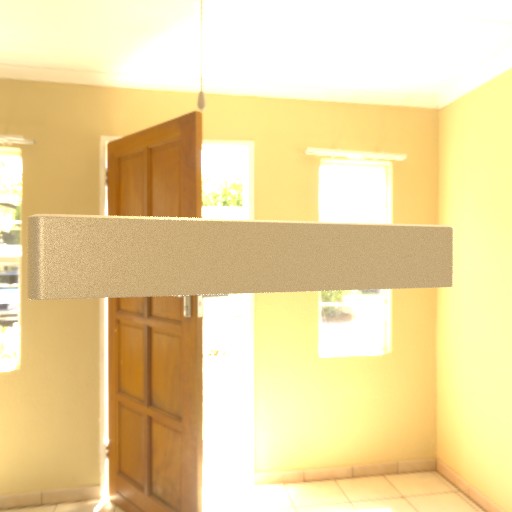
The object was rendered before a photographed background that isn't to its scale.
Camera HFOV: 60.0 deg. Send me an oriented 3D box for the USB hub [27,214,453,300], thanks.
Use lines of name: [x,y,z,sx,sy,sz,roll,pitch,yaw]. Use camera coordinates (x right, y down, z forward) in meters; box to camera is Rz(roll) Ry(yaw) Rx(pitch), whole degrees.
USB hub: [0.000,0.000,0.161,0.145,0.023,0.044,0,0,-20]
